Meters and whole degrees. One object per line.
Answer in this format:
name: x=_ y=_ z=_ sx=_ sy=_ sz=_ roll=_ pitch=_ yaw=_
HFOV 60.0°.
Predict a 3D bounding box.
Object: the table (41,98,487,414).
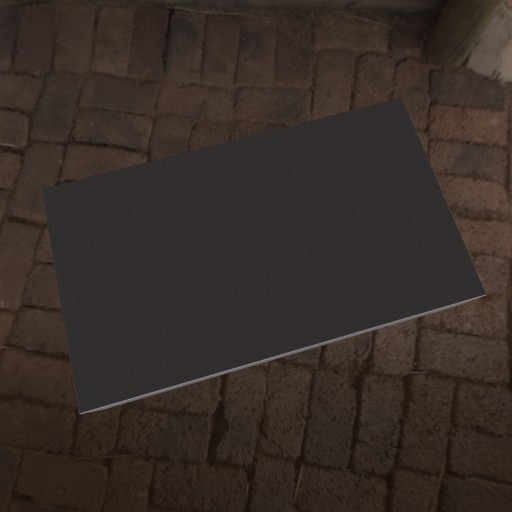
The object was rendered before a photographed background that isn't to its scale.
table: x=0.000 y=0.000 z=1.533 sx=1.201 sy=0.404 sz=0.703 roll=-15 pitch=75 yaw=-4
